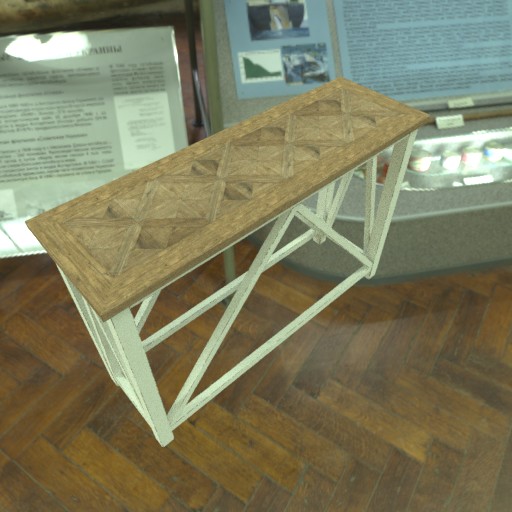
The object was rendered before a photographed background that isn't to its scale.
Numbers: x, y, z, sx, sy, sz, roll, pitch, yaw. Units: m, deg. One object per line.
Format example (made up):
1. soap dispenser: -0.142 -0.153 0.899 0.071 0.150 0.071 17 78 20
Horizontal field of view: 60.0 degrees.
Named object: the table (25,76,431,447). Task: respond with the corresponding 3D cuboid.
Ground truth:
1. table: 0.000 0.000 1.827 1.400 0.930 0.450 -33 55 -28
